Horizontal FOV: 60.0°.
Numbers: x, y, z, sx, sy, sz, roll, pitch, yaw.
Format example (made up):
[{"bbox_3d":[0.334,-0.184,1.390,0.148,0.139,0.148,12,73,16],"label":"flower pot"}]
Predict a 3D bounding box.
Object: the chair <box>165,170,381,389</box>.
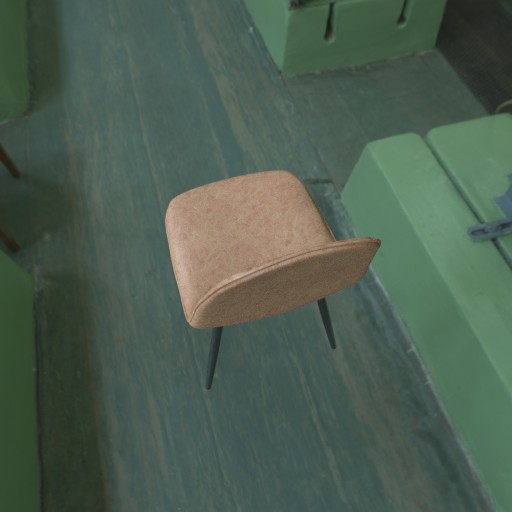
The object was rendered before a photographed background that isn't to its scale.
[{"bbox_3d":[0.000,0.000,1.229,0.472,0.889,0.561,-15,60,-9],"label":"chair"}]
